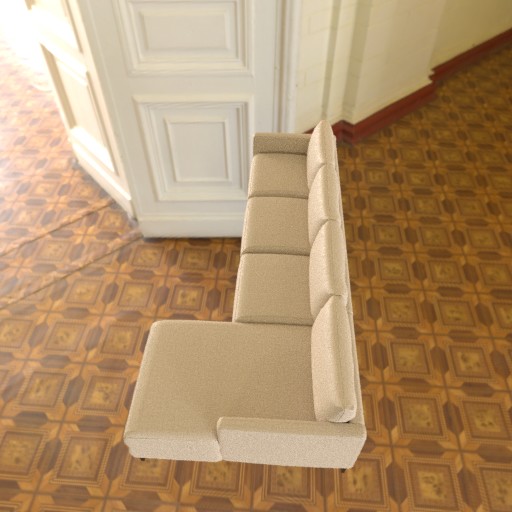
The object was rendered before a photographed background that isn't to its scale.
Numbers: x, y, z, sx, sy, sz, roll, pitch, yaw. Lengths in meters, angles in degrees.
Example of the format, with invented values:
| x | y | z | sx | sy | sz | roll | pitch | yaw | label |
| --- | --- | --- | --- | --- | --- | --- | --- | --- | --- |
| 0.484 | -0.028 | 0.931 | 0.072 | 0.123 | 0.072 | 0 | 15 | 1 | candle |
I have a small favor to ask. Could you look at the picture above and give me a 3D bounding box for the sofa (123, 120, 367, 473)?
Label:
| x | y | z | sx | sy | sz | roll | pitch | yaw | label |
| --- | --- | --- | --- | --- | --- | --- | --- | --- | --- |
| 0.000 | 0.000 | 3.204 | 1.258 | 0.755 | 2.731 | 3 | 47 | 3 | sofa |
